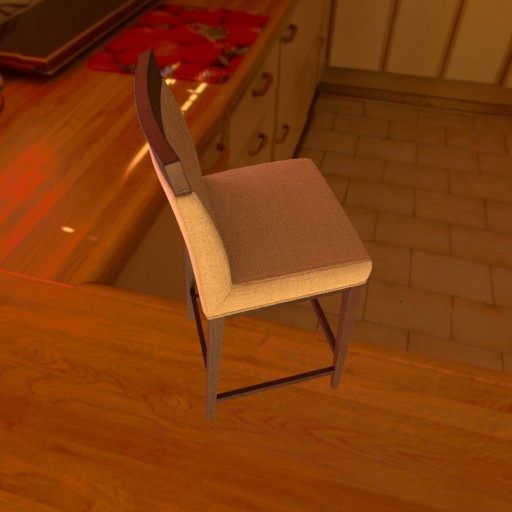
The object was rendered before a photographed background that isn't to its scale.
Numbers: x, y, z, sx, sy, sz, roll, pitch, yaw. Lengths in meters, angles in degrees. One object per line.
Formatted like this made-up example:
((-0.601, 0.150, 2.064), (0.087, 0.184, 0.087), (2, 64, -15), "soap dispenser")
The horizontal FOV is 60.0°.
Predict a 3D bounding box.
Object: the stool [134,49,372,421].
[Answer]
((0.000, 0.000, 1.257), (0.480, 1.011, 0.463), (-11, 48, -10), "stool")
